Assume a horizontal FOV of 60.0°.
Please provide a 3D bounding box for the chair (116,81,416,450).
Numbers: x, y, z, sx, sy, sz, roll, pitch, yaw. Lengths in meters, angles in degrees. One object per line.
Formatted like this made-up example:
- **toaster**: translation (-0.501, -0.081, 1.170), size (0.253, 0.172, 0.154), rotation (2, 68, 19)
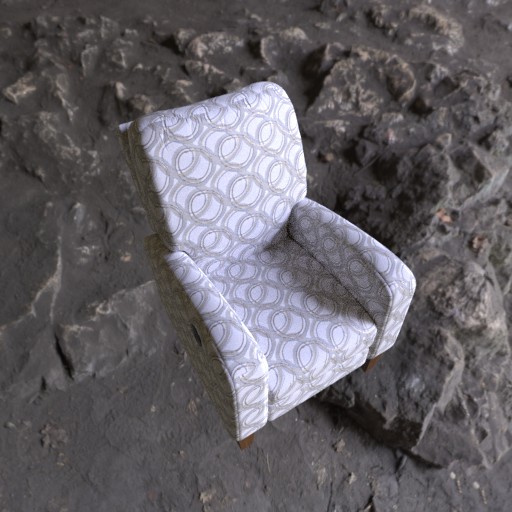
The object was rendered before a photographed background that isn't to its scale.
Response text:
- **chair**: translation (0.000, 0.000, 1.798), size (0.796, 1.065, 0.995), rotation (-24, 51, -21)
